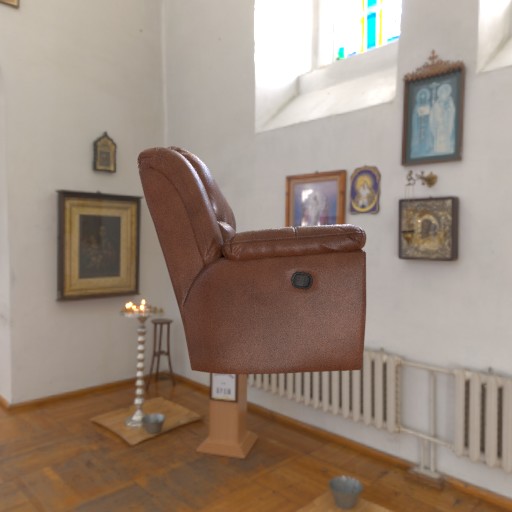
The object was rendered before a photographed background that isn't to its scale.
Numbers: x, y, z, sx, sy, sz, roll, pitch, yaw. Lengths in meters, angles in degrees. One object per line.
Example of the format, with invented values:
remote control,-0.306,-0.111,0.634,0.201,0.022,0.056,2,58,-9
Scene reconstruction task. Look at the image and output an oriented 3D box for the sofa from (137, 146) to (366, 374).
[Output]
sofa,0.000,0.000,2.918,0.991,1.043,2.337,0,0,0
